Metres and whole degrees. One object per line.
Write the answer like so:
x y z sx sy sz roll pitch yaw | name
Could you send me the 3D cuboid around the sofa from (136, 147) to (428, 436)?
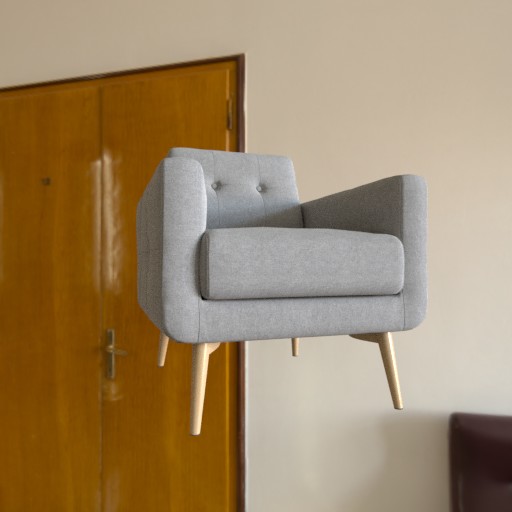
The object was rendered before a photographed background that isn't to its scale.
0.000 0.000 1.541 0.770 0.860 0.920 0 -1 -19 | sofa
